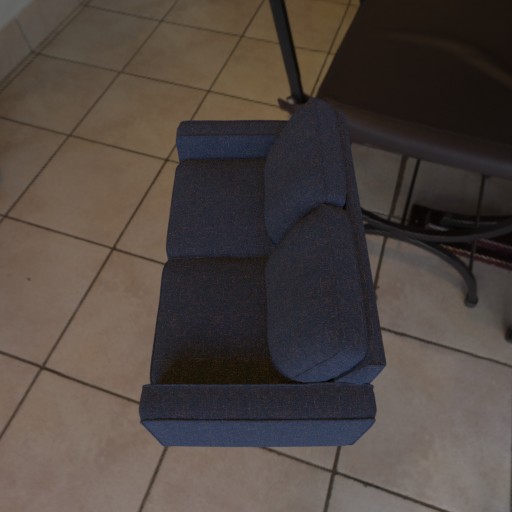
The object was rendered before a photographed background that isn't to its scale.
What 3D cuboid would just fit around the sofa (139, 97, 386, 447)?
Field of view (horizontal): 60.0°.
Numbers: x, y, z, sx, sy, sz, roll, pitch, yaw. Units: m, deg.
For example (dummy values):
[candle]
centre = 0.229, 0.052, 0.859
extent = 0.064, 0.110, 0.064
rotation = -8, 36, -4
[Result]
[sofa]
centre = 0.000, 0.000, 2.263
extent = 0.947, 0.918, 1.709
rotation = 0, 57, 0
